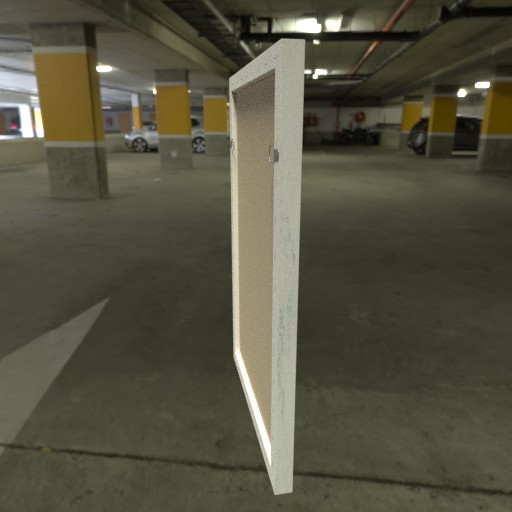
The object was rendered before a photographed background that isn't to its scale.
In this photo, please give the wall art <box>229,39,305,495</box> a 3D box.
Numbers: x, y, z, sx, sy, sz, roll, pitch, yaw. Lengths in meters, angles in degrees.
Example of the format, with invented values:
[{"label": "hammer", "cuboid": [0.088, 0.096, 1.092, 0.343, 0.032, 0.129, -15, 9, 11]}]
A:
[{"label": "wall art", "cuboid": [0.000, 0.000, 1.143, 0.043, 0.914, 0.624, -3, 16, -11]}]
